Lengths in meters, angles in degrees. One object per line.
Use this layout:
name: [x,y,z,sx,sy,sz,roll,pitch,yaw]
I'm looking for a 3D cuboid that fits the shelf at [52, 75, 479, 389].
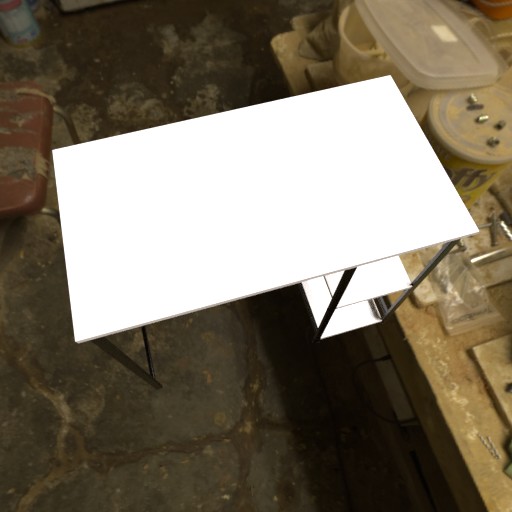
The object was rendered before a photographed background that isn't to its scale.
shelf: [0.000,0.000,1.384,0.902,0.750,0.498,-15,66,-7]
